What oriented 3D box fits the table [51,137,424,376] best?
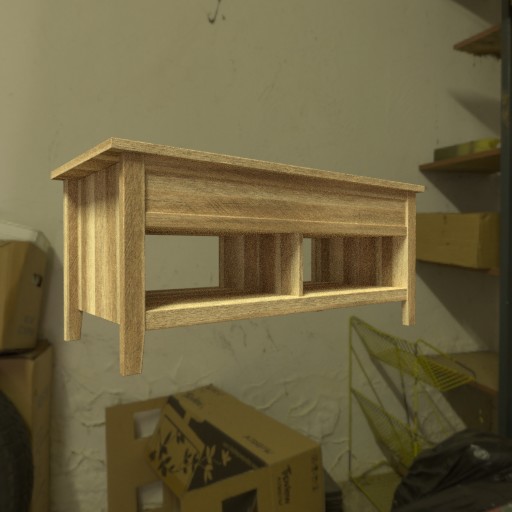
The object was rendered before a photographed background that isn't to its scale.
[{"bbox_3d":[0.000,0.000,1.402,1.095,0.480,0.493,-1,1,-37],"label":"table"}]
